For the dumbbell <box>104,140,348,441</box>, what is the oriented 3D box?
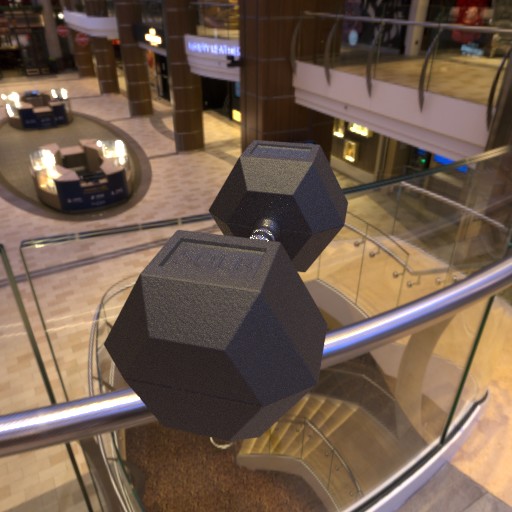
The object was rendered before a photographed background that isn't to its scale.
[{"bbox_3d":[0.000,0.000,0.473,0.173,0.150,0.384,7,32,12],"label":"dumbbell"}]
